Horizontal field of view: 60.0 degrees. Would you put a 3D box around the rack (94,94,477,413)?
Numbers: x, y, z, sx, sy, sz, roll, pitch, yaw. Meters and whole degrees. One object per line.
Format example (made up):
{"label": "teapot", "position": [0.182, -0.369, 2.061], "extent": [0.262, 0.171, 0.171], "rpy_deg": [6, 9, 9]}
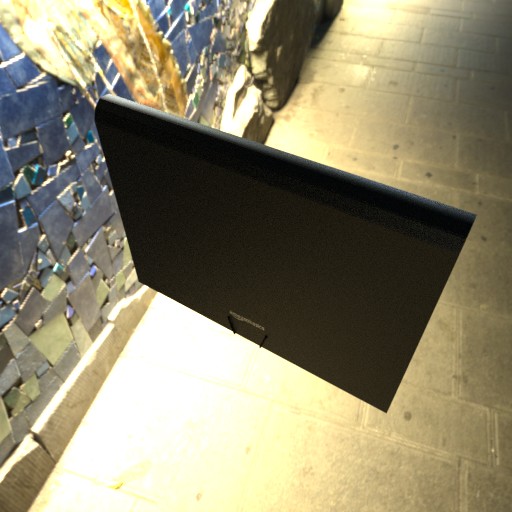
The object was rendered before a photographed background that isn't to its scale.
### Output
{"label": "rack", "position": [0.000, 0.000, 0.430], "extent": [0.330, 0.241, 0.041], "rpy_deg": [24, 50, 22]}
